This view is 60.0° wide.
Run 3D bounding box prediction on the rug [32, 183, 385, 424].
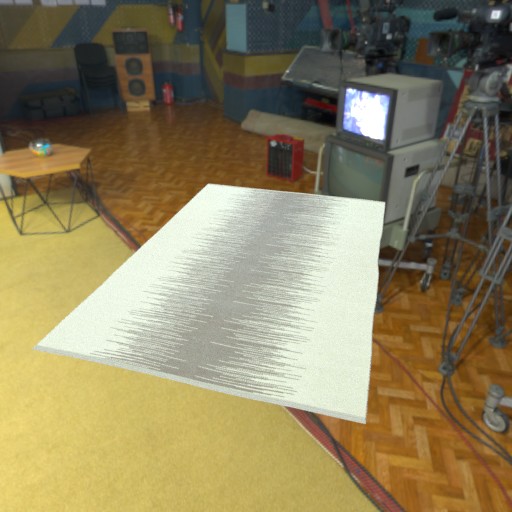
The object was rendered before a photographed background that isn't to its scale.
[{"bbox_3d":[0.000,0.000,2.268,1.226,0.007,1.815,8,31,14],"label":"rug"}]
